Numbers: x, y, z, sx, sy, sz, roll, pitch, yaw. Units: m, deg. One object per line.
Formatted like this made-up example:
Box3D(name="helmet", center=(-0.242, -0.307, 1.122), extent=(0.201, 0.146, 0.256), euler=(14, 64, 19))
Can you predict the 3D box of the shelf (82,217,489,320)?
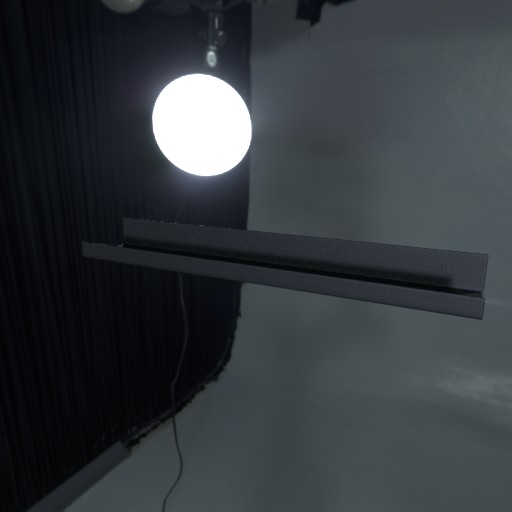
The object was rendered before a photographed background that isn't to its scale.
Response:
Box3D(name="shelf", center=(0.000, 0.000, 0.653), extent=(0.605, 0.053, 0.102), euler=(7, 16, 26))
